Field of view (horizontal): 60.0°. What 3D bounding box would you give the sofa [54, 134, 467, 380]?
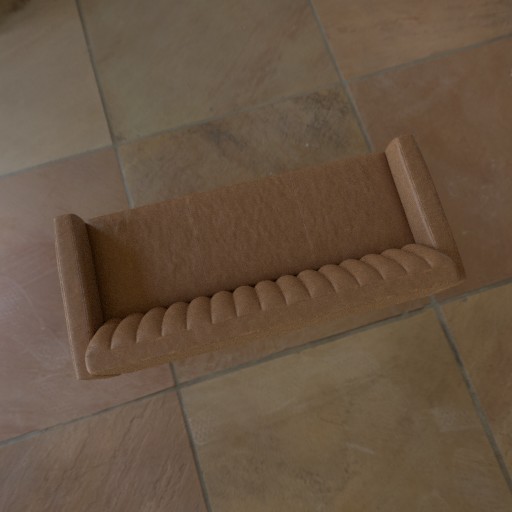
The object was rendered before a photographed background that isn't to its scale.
[{"bbox_3d":[0.000,0.000,2.776,2.291,0.821,0.990,-14,76,-3],"label":"sofa"}]
